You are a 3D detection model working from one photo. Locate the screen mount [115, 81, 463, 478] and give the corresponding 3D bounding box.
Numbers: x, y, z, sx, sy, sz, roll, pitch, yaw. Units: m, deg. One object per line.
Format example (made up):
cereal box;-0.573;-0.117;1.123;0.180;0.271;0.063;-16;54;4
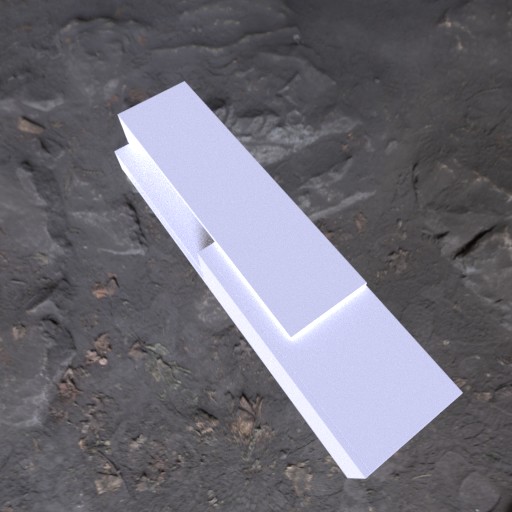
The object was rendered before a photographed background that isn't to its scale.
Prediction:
screen mount;0.000;0.000;1.792;0.420;0.320;1.680;-33;68;-15
